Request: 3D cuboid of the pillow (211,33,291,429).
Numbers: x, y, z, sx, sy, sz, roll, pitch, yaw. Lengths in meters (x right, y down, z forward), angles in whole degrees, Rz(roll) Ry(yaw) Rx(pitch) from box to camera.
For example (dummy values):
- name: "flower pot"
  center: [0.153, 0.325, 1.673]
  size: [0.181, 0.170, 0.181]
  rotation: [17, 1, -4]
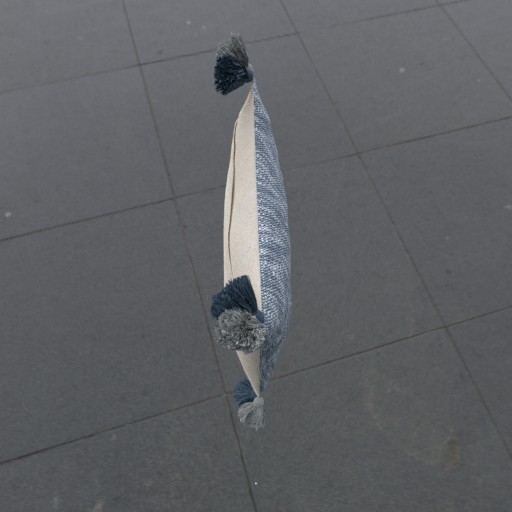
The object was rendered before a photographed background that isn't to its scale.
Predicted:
- name: "pillow"
  center: [0.000, 0.000, 0.899]
  size: [0.138, 0.634, 0.614]
  rotation: [-2, 63, -1]
